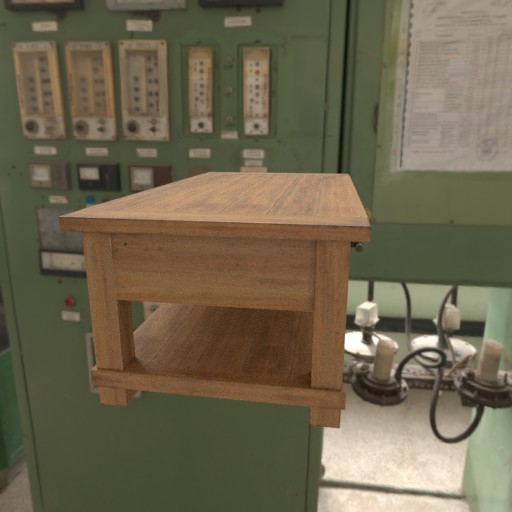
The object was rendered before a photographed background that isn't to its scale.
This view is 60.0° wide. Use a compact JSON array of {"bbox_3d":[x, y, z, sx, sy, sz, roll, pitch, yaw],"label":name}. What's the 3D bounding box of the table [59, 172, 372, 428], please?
[{"bbox_3d":[0.000,0.000,1.601,0.693,0.494,1.270,2,15,9],"label":"table"}]
